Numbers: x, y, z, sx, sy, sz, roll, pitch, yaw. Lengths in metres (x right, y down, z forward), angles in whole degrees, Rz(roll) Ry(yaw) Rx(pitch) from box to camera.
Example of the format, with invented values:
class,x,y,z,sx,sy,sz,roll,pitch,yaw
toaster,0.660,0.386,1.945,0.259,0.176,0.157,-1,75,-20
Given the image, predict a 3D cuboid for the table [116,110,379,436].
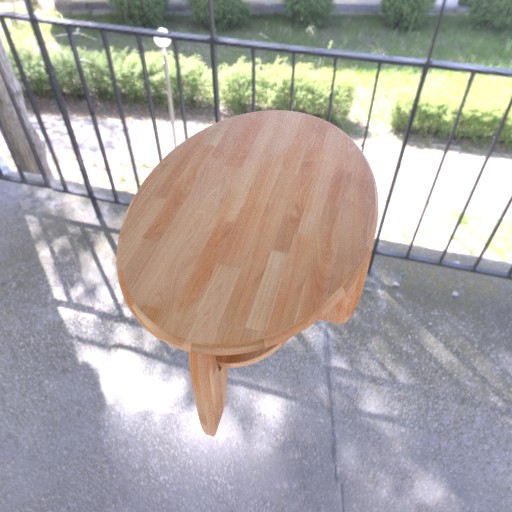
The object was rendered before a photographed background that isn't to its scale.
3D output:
class,x,y,z,sx,sy,sz,roll,pitch,yaw
table,0.000,0.000,1.409,0.690,0.490,1.040,11,46,10
